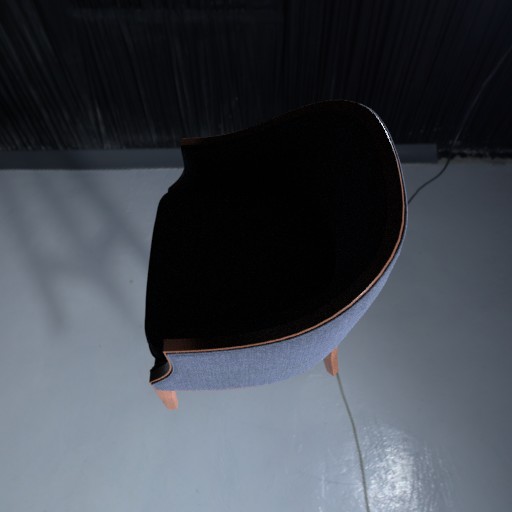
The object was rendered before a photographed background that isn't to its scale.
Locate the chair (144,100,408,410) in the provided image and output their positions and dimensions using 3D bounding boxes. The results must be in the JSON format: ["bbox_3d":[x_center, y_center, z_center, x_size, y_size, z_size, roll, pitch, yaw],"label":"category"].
[{"bbox_3d":[0.000,0.000,1.475,0.735,0.876,0.803,-2,58,-1],"label":"chair"}]
